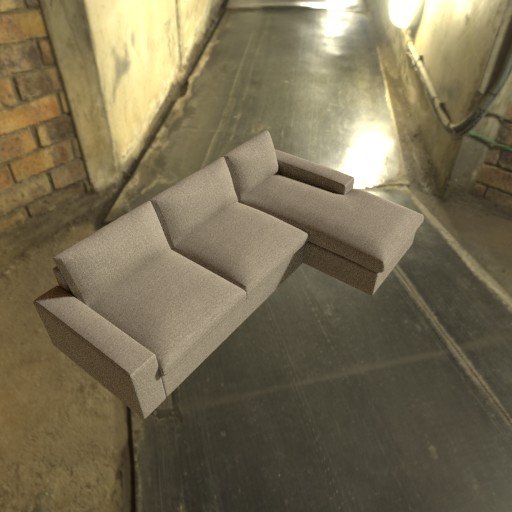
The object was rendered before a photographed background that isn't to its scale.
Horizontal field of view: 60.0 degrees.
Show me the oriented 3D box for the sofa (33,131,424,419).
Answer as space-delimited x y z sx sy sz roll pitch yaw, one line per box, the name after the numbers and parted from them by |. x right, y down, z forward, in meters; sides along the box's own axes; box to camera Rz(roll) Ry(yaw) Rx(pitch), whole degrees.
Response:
0.000 0.000 3.449 1.689 0.813 2.718 26 48 27 | sofa
